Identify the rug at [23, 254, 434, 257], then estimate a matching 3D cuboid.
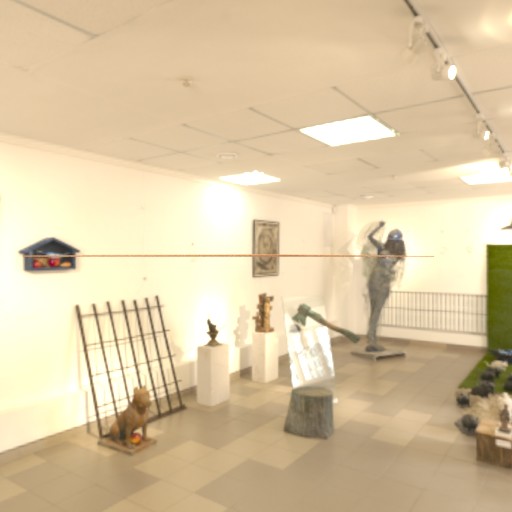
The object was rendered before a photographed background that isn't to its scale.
[{"bbox_3d":[0.000,0.000,4.108,2.438,0.014,3.048,0,0,35],"label":"rug"}]
